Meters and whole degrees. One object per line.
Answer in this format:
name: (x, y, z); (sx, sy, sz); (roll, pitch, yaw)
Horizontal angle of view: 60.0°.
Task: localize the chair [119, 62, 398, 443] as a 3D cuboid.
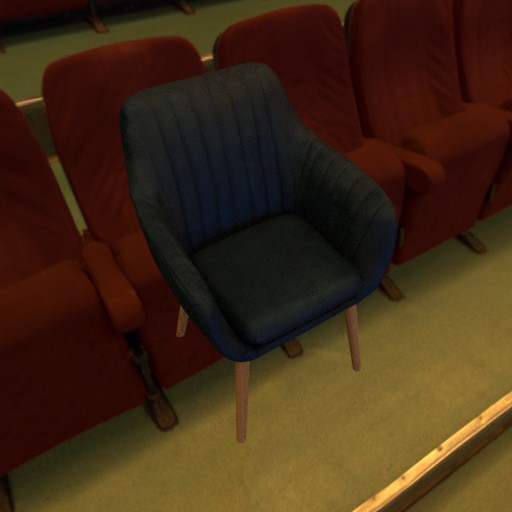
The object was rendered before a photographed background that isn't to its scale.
chair: (0.000, 0.000, 1.244); (0.578, 0.826, 0.573); (-24, 51, -22)
